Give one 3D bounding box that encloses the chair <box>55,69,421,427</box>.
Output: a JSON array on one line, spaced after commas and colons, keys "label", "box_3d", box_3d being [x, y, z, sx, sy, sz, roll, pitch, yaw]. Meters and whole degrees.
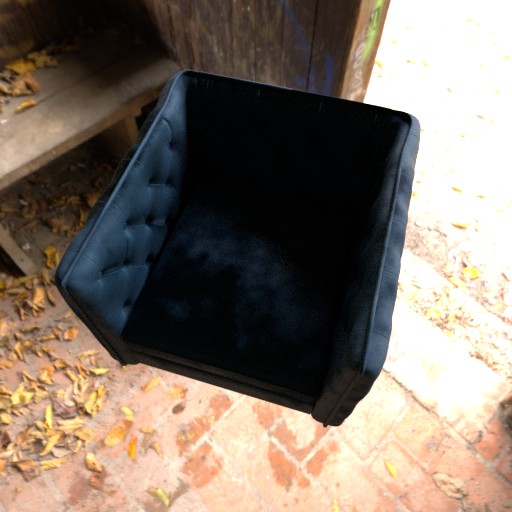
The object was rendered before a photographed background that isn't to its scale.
[{"label": "chair", "box_3d": [0.000, 0.000, 1.542, 0.868, 0.771, 0.877, 14, 60, 9]}]
